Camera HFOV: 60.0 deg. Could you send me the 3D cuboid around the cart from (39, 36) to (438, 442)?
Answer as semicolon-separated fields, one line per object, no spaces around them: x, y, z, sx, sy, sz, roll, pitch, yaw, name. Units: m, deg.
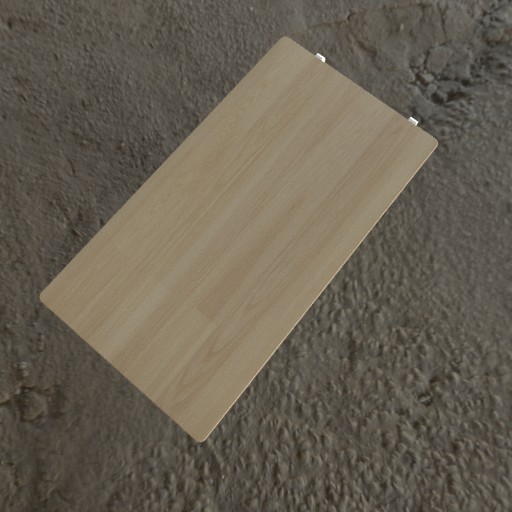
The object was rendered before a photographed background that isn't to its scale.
0.000;0.000;1.429;0.457;0.927;0.899;38;79;9;cart
